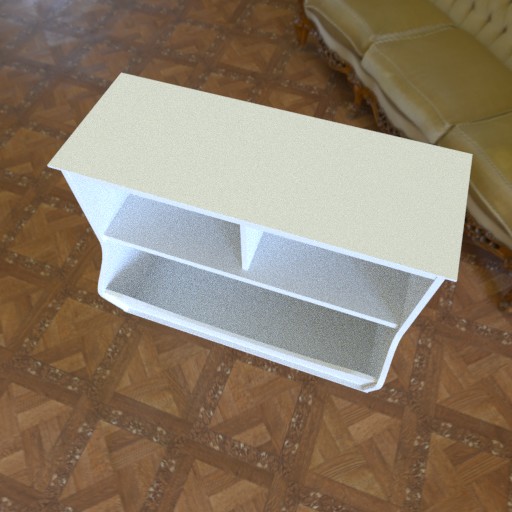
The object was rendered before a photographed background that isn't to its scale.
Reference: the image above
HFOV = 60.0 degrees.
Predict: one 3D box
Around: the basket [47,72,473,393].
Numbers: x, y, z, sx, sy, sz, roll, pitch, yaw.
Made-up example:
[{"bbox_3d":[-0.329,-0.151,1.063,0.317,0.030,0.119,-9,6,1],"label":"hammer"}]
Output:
[{"bbox_3d":[0.000,0.000,1.133,0.792,0.625,0.376,16,60,10],"label":"basket"}]
